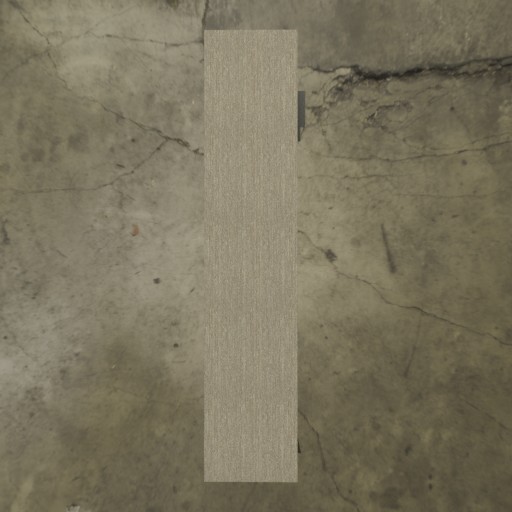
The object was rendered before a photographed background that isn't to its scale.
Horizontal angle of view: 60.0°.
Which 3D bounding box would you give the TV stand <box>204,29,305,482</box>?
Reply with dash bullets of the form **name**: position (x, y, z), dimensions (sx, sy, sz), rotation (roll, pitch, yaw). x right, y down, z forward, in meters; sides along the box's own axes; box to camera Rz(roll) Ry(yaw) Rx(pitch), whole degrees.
- **TV stand**: position (0.000, 0.000, 2.161), dimensions (0.405, 0.787, 1.804), rotation (0, 90, 1)
